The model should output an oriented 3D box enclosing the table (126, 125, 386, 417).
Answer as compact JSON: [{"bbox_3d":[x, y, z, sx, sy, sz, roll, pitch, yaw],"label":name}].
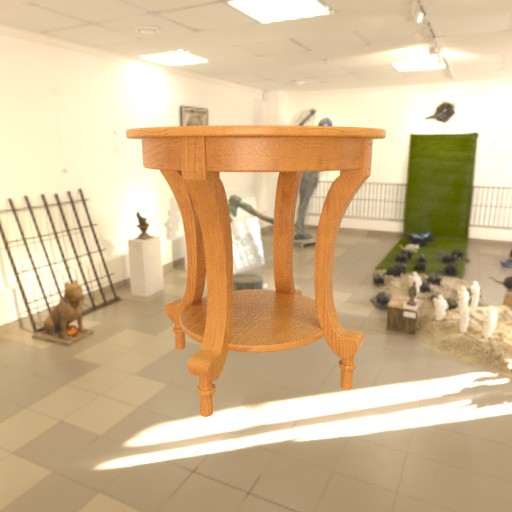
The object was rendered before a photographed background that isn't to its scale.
[{"bbox_3d":[0.000,0.000,1.129,0.597,0.612,0.597,0,14,0],"label":"table"}]
